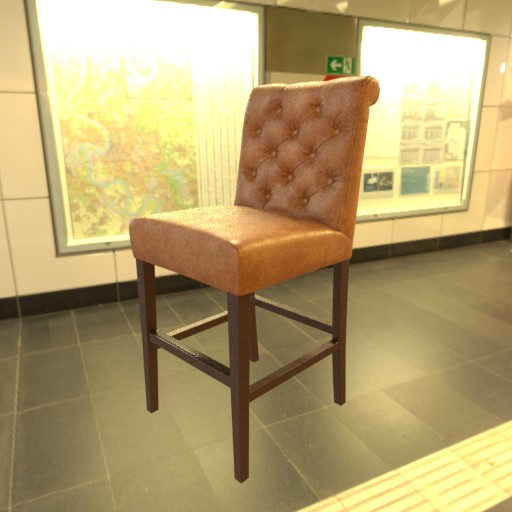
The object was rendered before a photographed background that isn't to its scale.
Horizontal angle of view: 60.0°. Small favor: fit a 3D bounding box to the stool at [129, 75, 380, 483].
[{"bbox_3d":[0.000,0.000,1.370,0.493,1.047,0.601,15,22,42],"label":"stool"}]
